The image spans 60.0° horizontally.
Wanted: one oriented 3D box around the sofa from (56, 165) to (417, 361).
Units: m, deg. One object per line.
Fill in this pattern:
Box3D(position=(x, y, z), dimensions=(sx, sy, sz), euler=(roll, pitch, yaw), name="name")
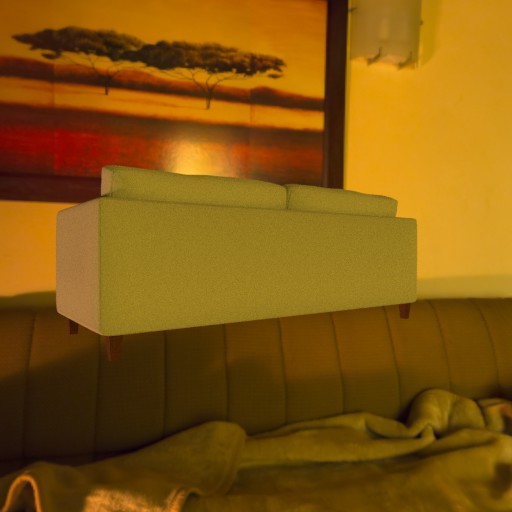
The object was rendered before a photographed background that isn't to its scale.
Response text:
Box3D(position=(0.000, 0.000, 3.086), dimensions=(2.434, 0.965, 0.948), euler=(-1, 1, -35), name="sofa")
